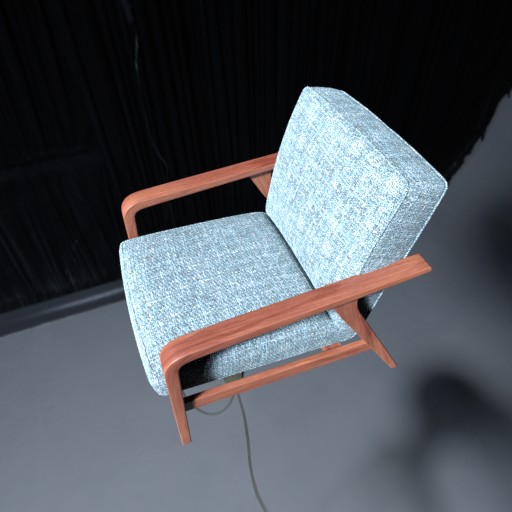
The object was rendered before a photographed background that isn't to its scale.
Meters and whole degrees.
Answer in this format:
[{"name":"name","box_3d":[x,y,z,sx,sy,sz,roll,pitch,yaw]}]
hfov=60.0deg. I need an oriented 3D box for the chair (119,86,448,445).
[{"name":"chair","box_3d":[0.000,0.000,1.492,0.889,0.864,0.719,-15,47,-14]}]
